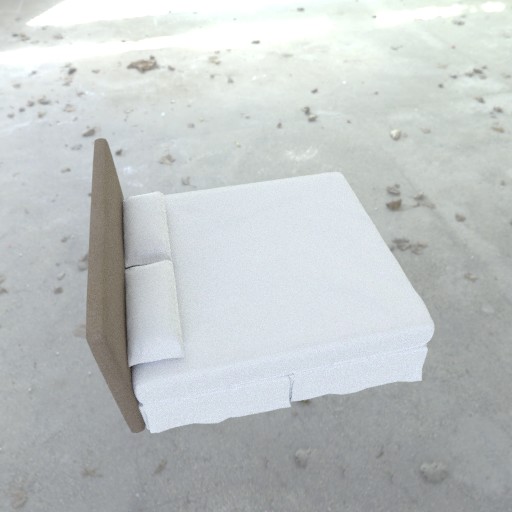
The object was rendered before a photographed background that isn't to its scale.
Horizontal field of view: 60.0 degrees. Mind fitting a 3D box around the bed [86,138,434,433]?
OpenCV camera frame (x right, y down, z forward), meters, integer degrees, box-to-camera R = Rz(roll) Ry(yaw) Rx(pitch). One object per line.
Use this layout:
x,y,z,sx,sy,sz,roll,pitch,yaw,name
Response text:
0.000,0.000,3.643,2.341,1.317,2.119,-9,47,-9,bed
